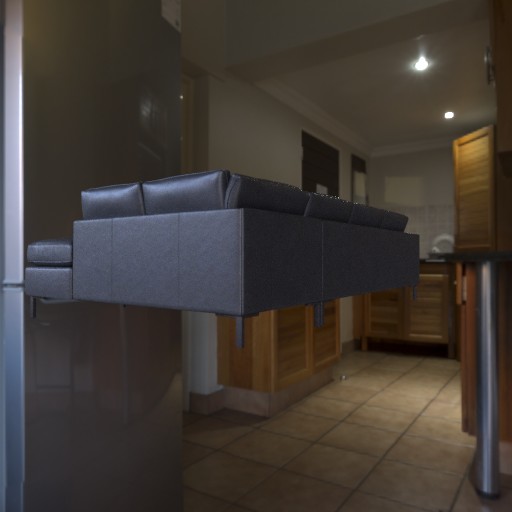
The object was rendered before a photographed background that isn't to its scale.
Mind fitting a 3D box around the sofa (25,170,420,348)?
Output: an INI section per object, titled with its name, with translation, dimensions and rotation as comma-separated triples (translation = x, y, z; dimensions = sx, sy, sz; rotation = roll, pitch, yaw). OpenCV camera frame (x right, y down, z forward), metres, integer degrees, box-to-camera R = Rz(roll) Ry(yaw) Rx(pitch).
[sofa]
translation = 0.000, 0.000, 3.805
dimensions = 1.938, 0.877, 2.984
rotation = 0, 0, 35
